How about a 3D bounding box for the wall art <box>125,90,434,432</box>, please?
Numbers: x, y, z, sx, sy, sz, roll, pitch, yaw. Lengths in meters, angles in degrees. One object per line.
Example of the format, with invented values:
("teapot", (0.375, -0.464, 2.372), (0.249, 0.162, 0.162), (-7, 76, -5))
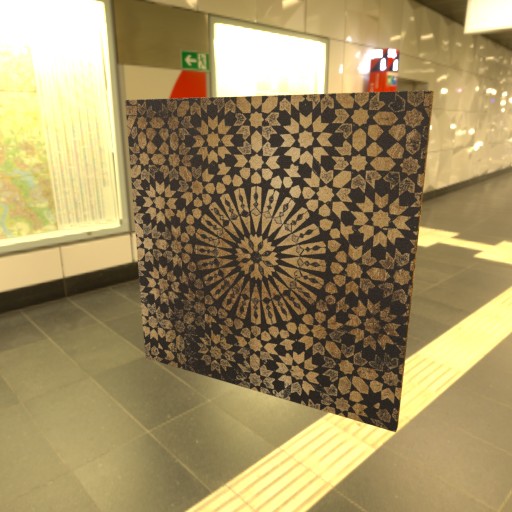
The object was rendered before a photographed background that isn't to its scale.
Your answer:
("wall art", (0.000, 0.000, 1.344), (0.914, 0.914, 0.038), (8, 18, 26))
